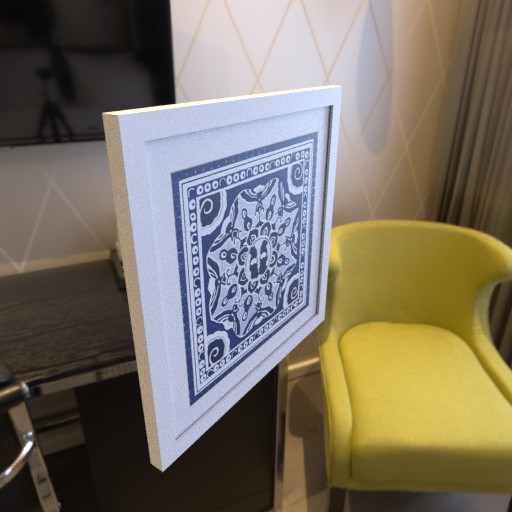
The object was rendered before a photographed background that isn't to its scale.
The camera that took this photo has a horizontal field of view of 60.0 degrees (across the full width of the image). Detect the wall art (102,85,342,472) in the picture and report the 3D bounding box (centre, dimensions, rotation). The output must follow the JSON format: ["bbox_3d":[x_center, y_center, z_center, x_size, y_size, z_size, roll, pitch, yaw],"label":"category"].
[{"bbox_3d":[0.000,0.000,0.819,0.028,0.559,0.559,17,30,32],"label":"wall art"}]
